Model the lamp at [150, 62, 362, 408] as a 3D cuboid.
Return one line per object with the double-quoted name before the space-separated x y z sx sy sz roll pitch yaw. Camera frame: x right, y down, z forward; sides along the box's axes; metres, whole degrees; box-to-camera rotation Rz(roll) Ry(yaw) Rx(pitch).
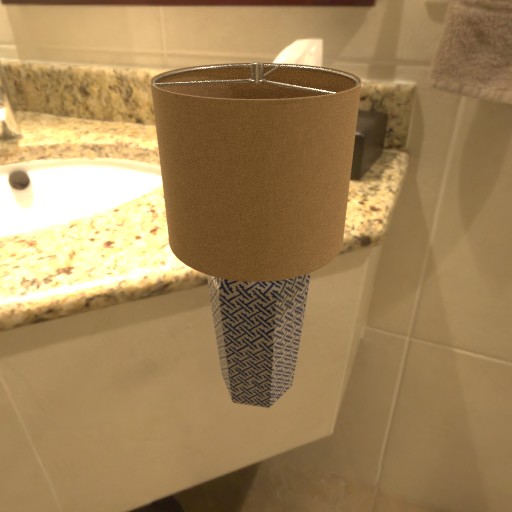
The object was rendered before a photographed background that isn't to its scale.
"lamp" 0.000 0.000 0.848 0.320 0.682 0.320 -8 32 -12
